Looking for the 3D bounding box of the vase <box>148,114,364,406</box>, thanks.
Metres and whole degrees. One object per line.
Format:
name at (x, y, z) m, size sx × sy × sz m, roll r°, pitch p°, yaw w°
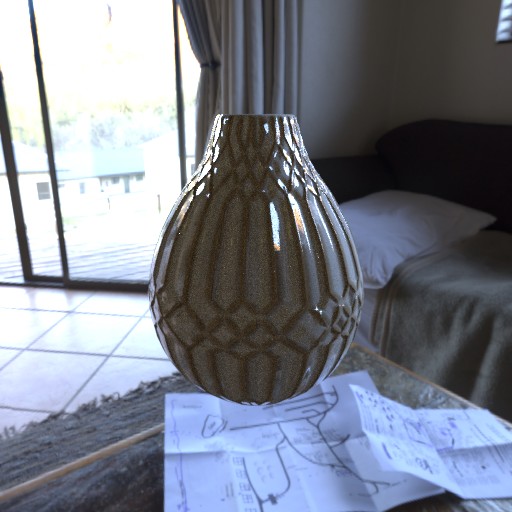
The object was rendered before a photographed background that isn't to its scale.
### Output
vase at (0.000, 0.000, 0.329) m, size 0.159 × 0.200 × 0.159 m, roll 0°, pitch 17°, yaw 0°
